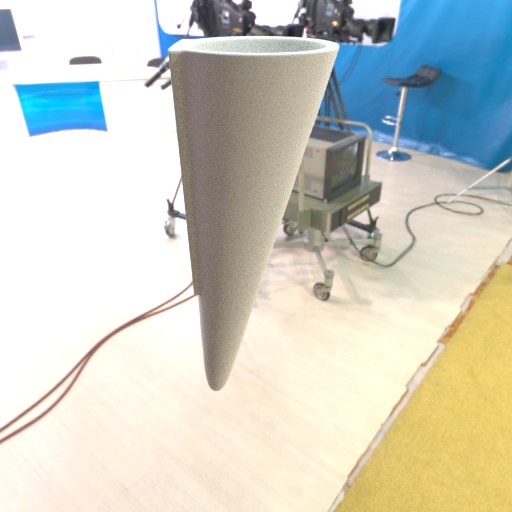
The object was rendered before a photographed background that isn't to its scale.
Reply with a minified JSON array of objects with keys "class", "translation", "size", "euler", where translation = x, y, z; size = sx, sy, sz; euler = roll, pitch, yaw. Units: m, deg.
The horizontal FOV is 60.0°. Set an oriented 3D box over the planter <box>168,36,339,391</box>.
[{"class":"planter","translation":[0.000,0.000,0.222],"size":[0.064,0.193,0.057],"euler":[1,32,1]}]
